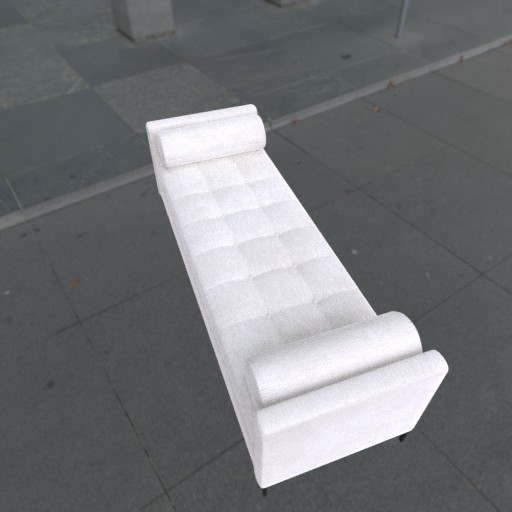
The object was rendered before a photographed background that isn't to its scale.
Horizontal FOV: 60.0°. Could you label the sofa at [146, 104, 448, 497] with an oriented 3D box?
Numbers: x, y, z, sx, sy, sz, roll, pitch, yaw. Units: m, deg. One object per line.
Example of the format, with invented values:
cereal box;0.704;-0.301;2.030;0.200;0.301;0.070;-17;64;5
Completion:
sofa;0.000;0.000;2.269;0.686;0.635;1.981;-15;47;-14
